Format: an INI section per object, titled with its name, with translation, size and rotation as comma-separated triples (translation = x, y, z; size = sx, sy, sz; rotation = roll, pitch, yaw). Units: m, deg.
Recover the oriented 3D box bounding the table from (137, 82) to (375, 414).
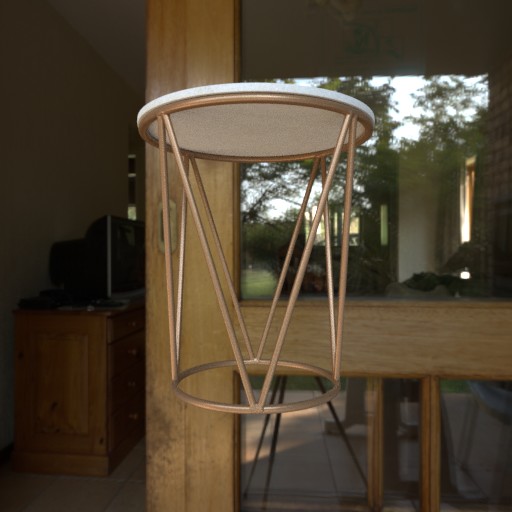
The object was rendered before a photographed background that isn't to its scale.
[table]
translation = 0.000, 0.000, 0.968
size = 0.500, 0.564, 0.500
rotation = 0, 0, 0
